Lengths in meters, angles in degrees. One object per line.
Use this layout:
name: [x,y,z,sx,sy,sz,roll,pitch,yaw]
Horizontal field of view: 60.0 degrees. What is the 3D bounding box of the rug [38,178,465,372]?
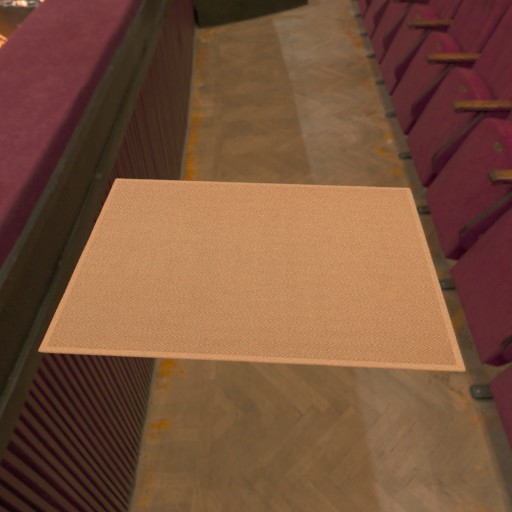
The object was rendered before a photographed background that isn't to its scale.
rug: [0.000,0.000,2.844,2.244,0.017,1.532,2,46,2]
